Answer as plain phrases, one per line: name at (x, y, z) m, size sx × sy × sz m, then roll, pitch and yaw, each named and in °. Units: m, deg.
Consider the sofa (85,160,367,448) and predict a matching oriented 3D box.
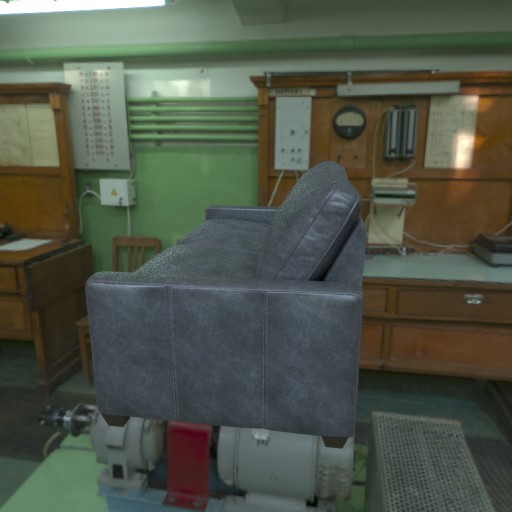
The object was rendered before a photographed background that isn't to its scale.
sofa at (0.000, 0.000, 2.275) m, size 0.939 × 0.916 × 1.732 m, roll 2°, pitch 15°, yaw 8°
